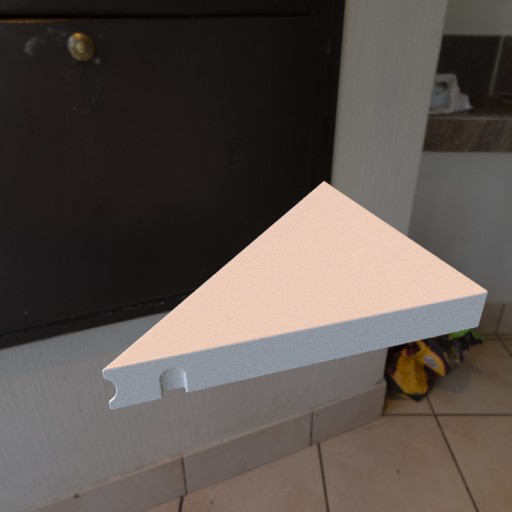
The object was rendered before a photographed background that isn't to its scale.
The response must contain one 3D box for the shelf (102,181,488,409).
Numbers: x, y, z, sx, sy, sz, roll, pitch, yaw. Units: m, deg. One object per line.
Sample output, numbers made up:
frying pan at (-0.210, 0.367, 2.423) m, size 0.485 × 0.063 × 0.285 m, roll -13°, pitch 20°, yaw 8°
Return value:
shelf at (0.000, 0.000, 0.445) m, size 0.296 × 0.035 × 0.296 m, roll -9°, pitch 29°, yaw -16°
